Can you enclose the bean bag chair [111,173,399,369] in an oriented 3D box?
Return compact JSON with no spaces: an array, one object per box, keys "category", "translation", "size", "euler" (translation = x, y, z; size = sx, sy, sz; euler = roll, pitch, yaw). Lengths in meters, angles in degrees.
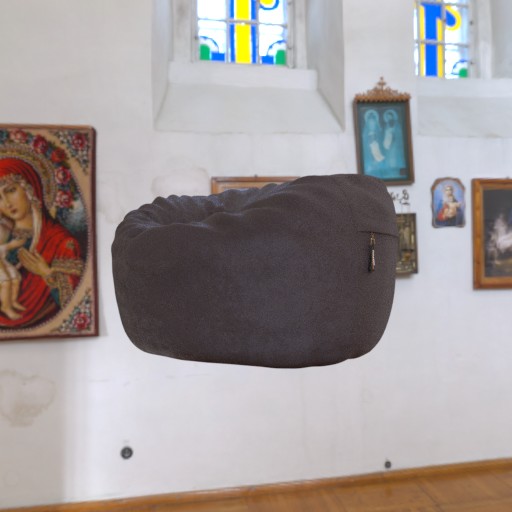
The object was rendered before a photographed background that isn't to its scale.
[{"category":"bean bag chair","translation":[0.000,0.000,2.025],"size":[1.245,0.821,1.245],"euler":[0,0,0]}]
